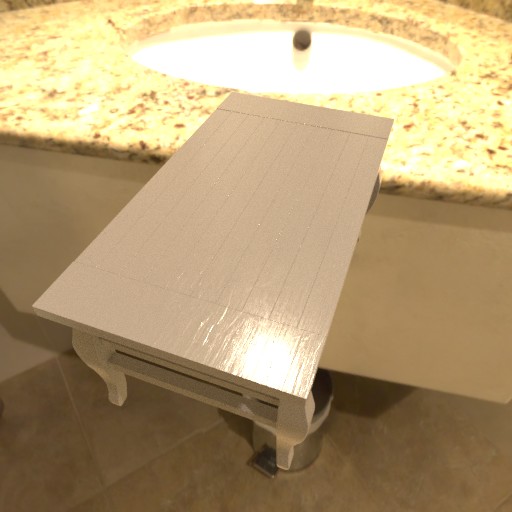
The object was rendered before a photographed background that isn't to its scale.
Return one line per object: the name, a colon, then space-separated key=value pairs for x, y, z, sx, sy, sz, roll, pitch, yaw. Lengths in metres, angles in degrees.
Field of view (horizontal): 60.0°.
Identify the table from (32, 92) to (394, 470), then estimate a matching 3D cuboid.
table: x=0.000 y=0.000 z=1.362 sx=0.600 sy=0.495 sz=1.062 roll=15 pitch=47 yaw=14
